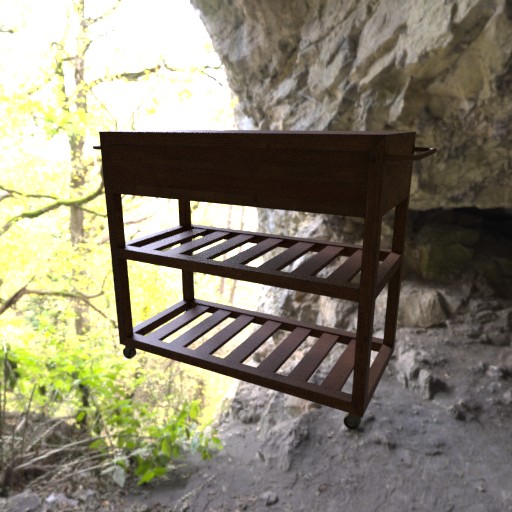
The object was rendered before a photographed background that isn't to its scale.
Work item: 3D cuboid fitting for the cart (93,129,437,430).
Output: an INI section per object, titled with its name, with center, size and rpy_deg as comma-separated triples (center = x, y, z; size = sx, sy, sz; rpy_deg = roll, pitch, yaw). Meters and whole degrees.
[cart]
center = 0.000, 0.000, 1.532
size = 1.065, 0.830, 0.445
rpy_deg = 9, 19, 27
